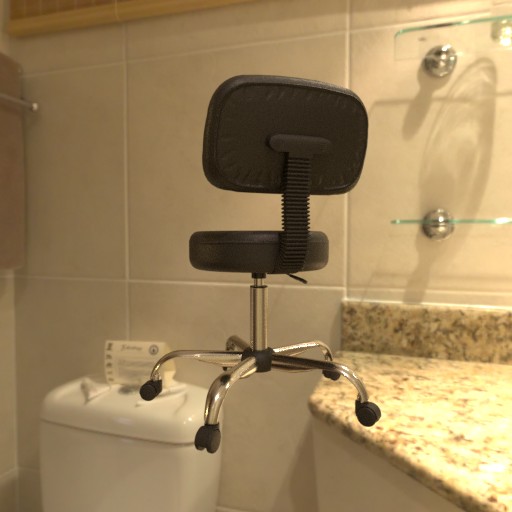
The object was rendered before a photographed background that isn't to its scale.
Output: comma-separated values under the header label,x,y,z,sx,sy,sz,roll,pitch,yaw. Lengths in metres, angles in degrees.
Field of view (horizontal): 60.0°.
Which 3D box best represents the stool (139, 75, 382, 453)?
label,x,y,z,sx,sy,sz,roll,pitch,yaw
stool,0.000,0.000,1.329,0.673,0.862,0.648,-1,2,-19
